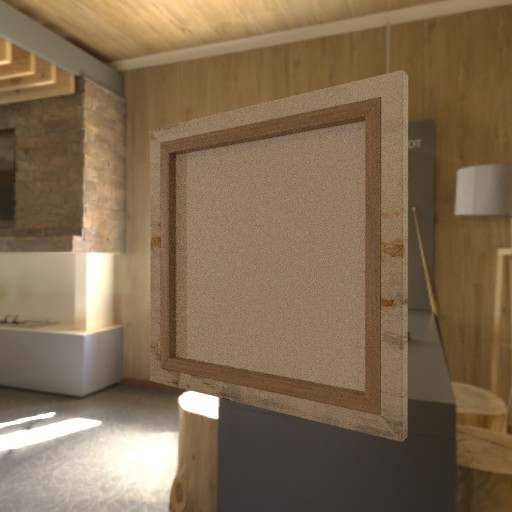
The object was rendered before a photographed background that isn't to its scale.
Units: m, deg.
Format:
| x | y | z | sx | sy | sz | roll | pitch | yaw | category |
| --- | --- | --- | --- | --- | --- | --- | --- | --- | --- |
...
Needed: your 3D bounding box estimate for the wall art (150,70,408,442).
| x | y | z | sx | sy | sz | roll | pitch | yaw | category |
| --- | --- | --- | --- | --- | --- | --- | --- | --- | --- |
| 0.000 | 0.000 | 1.130 | 0.753 | 0.755 | 0.038 | 0 | 0 | 35 | wall art |
